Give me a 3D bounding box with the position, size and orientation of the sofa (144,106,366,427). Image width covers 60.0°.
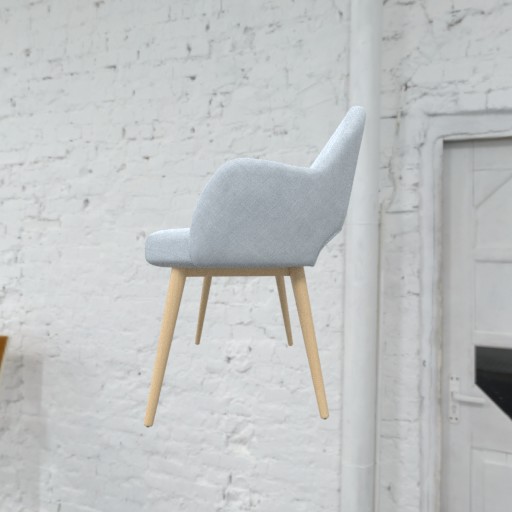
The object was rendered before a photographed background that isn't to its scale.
[{"bbox_3d":[0.000,0.000,1.599,0.610,0.840,1.150,0,0,-1],"label":"sofa"}]
